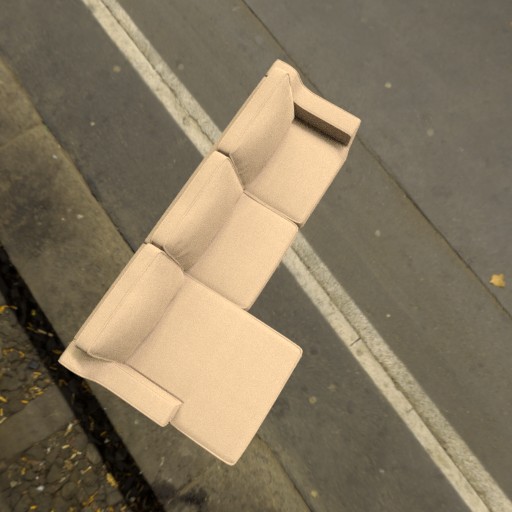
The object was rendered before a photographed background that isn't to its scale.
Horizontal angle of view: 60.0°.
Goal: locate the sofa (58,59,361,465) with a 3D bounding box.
[{"bbox_3d":[0.000,0.000,3.173,1.294,0.928,2.561,32,78,7],"label":"sofa"}]
